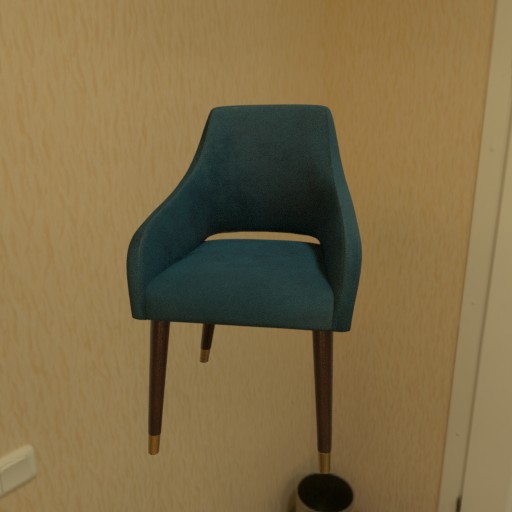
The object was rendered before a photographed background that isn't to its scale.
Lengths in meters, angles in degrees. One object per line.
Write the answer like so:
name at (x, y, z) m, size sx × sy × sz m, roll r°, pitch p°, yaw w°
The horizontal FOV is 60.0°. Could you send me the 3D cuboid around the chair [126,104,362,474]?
chair at (0.000, 0.000, 1.568) m, size 0.683 × 1.081 × 0.794 m, roll 2°, pitch 14°, yaw 9°
